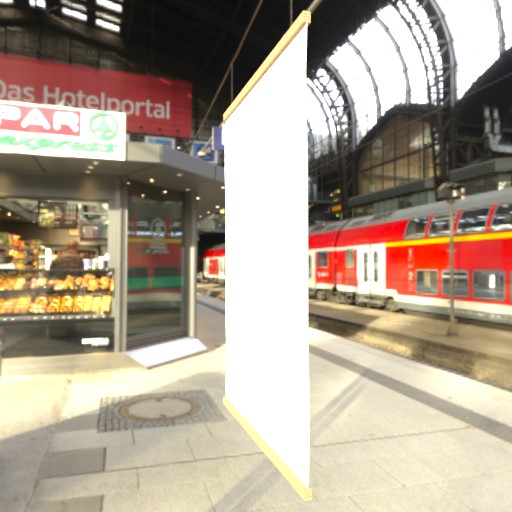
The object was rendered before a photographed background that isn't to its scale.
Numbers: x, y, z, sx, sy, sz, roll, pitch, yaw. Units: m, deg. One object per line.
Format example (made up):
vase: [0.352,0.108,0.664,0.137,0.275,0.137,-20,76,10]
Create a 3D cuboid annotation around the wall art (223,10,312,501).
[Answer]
wall art: [0.000,0.000,1.859,0.025,1.521,1.011,0,-1,-19]
